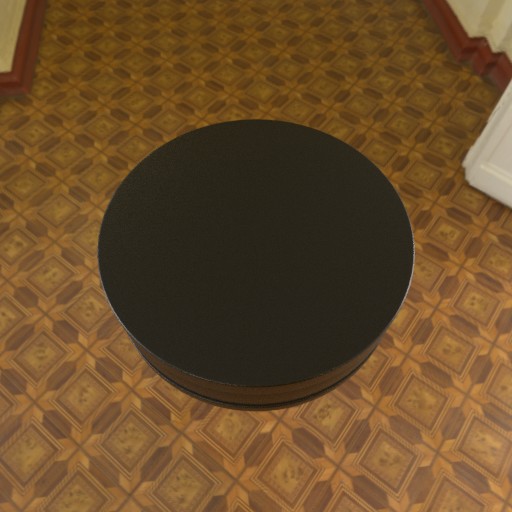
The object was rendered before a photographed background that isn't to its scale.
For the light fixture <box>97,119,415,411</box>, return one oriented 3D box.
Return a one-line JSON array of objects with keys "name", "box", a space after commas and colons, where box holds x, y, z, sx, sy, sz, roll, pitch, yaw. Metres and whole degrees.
[{"name": "light fixture", "box": [0.000, 0.000, 0.438, 0.283, 0.097, 0.283, 0, 59, 0]}]
